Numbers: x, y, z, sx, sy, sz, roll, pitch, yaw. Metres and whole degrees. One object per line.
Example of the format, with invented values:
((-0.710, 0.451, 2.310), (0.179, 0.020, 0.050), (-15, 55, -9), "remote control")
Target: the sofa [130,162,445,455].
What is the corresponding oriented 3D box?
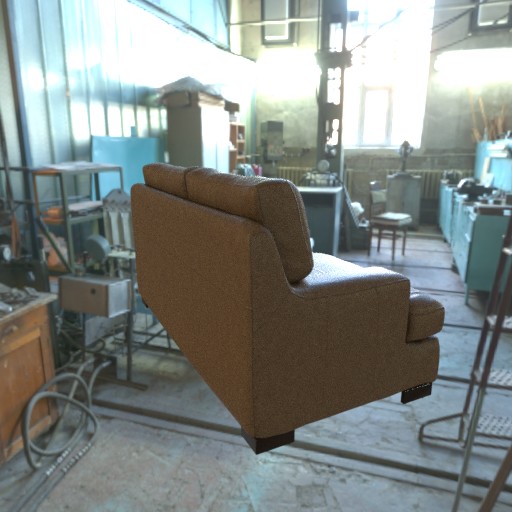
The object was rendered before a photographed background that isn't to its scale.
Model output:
((0.000, 0.000, 2.445), (0.962, 0.980, 1.855), (-7, 16, -26), "sofa")
